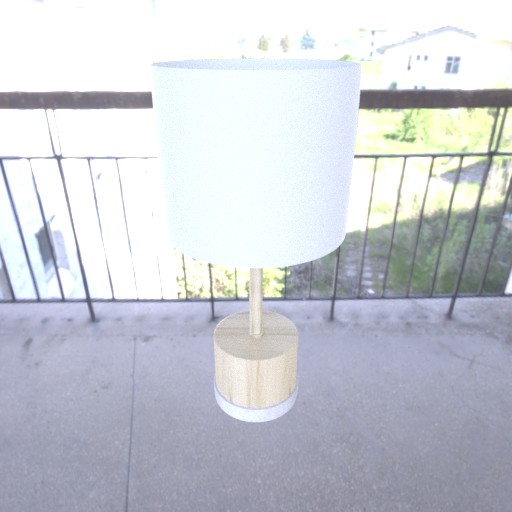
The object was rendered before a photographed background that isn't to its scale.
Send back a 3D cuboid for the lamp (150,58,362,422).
[{"bbox_3d":[0.000,0.000,0.588,0.229,0.470,0.229,0,26,0],"label":"lamp"}]
